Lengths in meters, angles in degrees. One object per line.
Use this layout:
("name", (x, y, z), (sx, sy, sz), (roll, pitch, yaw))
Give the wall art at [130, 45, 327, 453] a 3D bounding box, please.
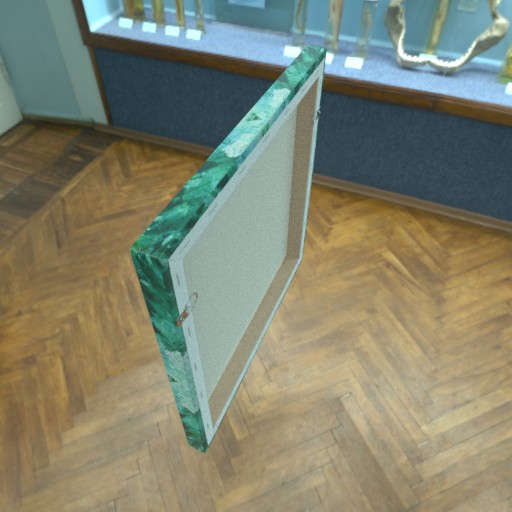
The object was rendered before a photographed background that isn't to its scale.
("wall art", (0.000, 0.000, 0.750), (0.038, 0.508, 0.507), (18, 50, 16))
